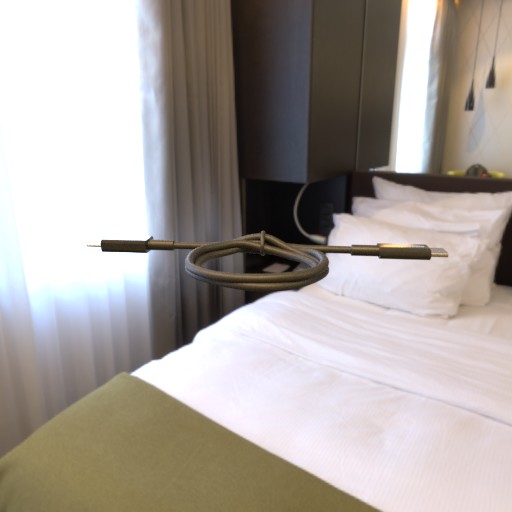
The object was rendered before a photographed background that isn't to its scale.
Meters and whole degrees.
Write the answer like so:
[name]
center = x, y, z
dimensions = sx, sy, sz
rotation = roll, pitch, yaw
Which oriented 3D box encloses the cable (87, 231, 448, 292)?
[cable]
center = 0.000, 0.000, 0.212
dimensions = 0.192, 0.014, 0.070
rotation = 2, 16, 5
